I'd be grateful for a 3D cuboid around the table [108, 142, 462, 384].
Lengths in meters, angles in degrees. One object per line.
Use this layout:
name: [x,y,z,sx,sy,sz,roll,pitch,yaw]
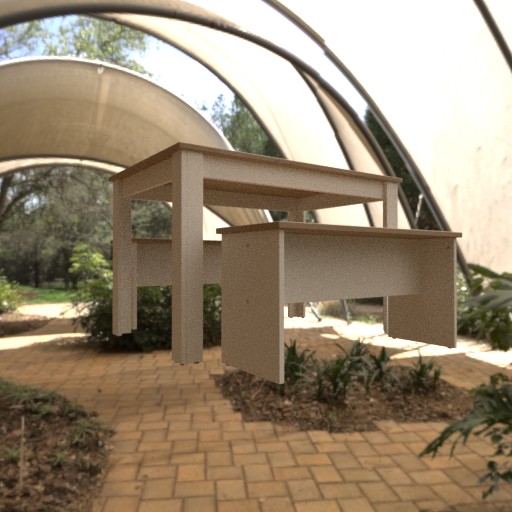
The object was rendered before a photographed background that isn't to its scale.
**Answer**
table: [0.000,0.000,1.990,1.100,0.700,1.443,0,-1,-35]
